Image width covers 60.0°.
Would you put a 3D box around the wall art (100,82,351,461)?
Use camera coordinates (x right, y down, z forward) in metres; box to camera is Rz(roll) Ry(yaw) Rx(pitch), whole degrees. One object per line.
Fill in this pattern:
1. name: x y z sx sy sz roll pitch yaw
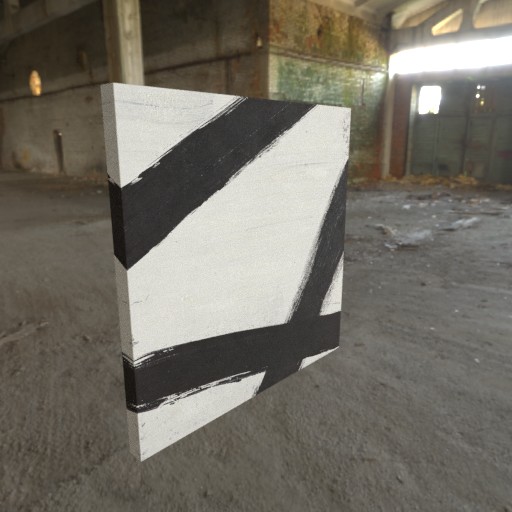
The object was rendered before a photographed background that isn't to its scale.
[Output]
1. wall art: 0.000 0.000 1.143 0.046 0.765 0.765 13 19 42
